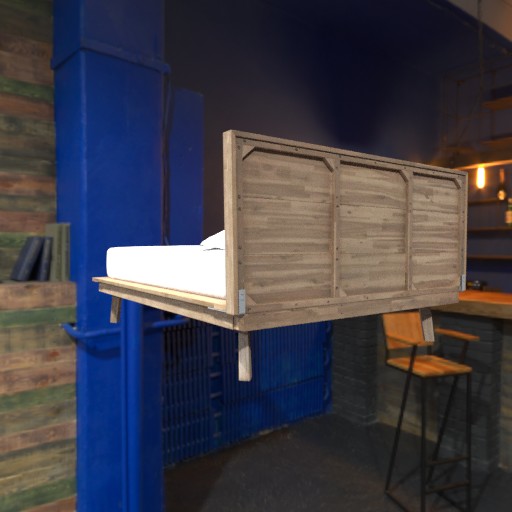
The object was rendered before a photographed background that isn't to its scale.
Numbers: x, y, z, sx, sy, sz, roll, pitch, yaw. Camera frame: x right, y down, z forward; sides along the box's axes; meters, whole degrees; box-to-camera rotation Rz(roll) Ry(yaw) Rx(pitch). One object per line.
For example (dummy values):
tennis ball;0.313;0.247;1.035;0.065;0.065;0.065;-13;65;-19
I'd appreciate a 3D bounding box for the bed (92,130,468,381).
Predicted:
bed;0.000;0.000;3.157;1.759;1.071;2.145;-1;2;-35
